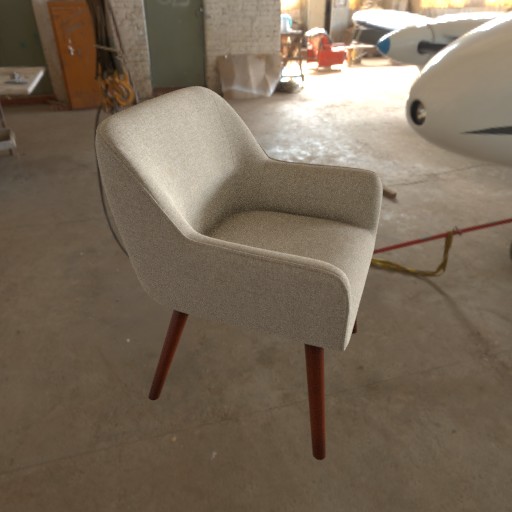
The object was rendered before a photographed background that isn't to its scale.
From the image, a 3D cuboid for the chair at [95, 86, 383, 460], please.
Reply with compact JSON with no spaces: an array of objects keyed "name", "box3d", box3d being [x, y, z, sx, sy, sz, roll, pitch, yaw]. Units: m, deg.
[{"name":"chair","box3d":[0.000,0.000,1.249,0.610,0.813,0.610,11,33,17]}]
